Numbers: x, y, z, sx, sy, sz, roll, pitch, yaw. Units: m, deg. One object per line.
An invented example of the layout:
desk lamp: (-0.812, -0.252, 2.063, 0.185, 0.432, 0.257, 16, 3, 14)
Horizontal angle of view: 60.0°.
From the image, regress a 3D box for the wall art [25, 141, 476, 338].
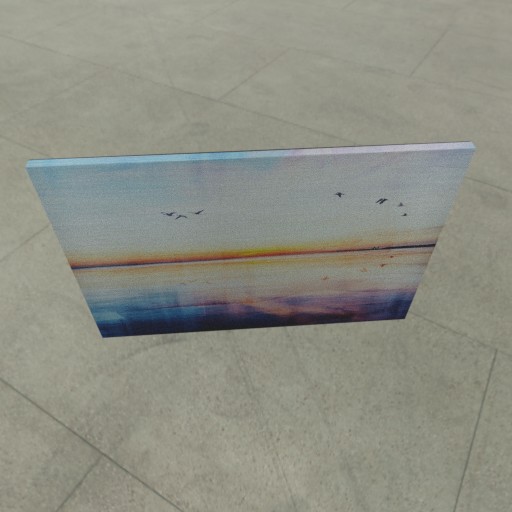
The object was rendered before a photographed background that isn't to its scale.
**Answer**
wall art: (0.000, 0.000, 0.744, 0.604, 0.402, 0.018, -3, 47, -3)
